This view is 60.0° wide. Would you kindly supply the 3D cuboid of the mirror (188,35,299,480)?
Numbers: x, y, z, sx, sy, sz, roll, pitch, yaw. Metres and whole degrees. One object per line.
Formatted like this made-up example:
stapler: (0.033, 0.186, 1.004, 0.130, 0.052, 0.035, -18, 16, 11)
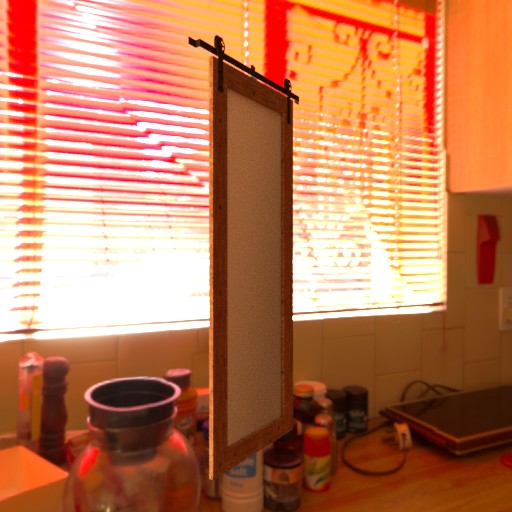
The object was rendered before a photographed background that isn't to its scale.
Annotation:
mirror: (0.000, 0.000, 2.034, 0.042, 1.793, 0.847, 0, 0, 35)
